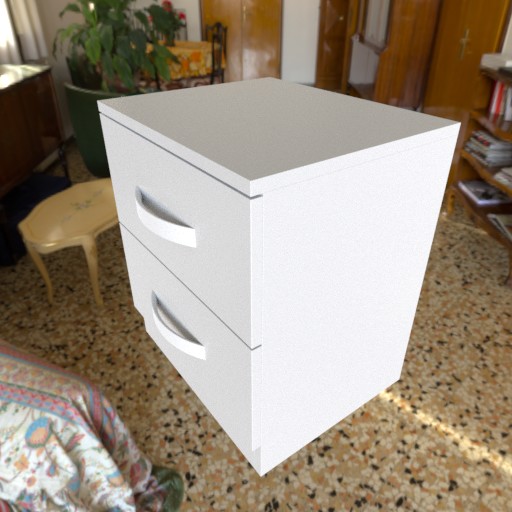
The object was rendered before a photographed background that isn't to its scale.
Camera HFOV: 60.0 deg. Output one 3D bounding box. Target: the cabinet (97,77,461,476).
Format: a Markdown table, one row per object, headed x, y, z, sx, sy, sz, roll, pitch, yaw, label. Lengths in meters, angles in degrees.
| x | y | z | sx | sy | sz | roll | pitch | yaw | label |
| --- | --- | --- | --- | --- | --- | --- | --- | --- | --- |
| 0.000 | 0.000 | 0.739 | 0.360 | 0.470 | 0.400 | -21 | 37 | -30 | cabinet |
